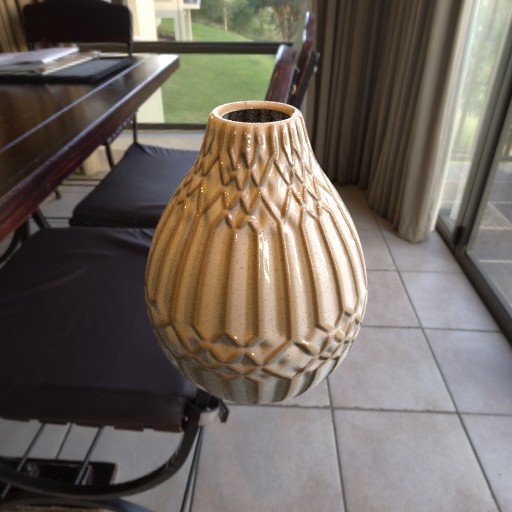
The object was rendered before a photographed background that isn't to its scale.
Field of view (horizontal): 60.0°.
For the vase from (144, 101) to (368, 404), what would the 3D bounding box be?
[{"bbox_3d":[0.000,0.000,0.312,0.159,0.200,0.159,0,33,0],"label":"vase"}]
